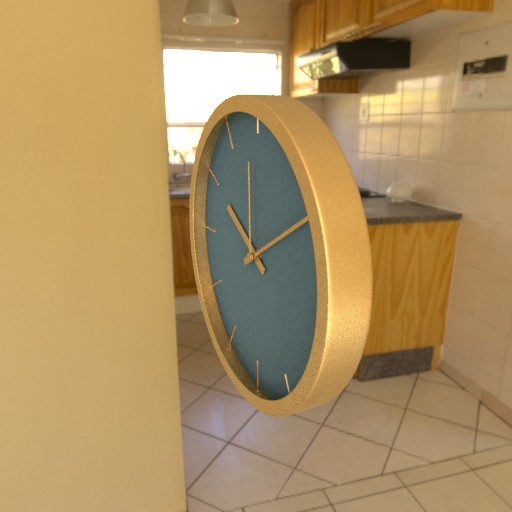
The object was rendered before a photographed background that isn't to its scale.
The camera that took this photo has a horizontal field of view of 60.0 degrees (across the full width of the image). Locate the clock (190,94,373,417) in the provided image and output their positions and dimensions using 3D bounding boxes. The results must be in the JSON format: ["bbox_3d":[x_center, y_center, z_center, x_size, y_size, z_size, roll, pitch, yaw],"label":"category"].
[{"bbox_3d":[0.000,0.000,0.457,0.040,0.314,0.314,-8,18,-25],"label":"clock"}]
